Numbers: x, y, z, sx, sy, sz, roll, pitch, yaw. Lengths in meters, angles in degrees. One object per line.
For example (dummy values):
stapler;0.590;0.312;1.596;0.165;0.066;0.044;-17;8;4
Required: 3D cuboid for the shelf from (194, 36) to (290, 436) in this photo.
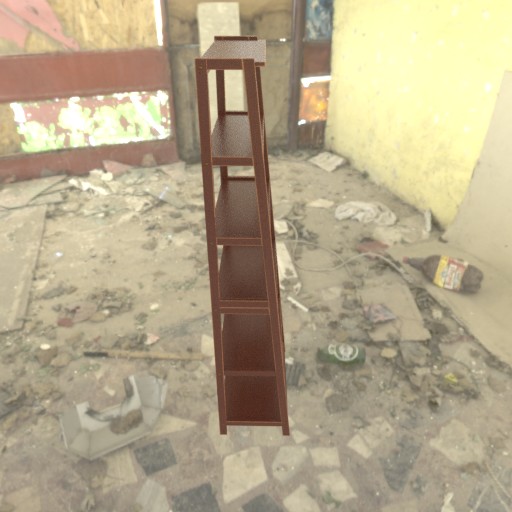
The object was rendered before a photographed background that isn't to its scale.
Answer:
shelf;0.000;0.000;2.189;0.381;1.892;0.660;1;32;1
